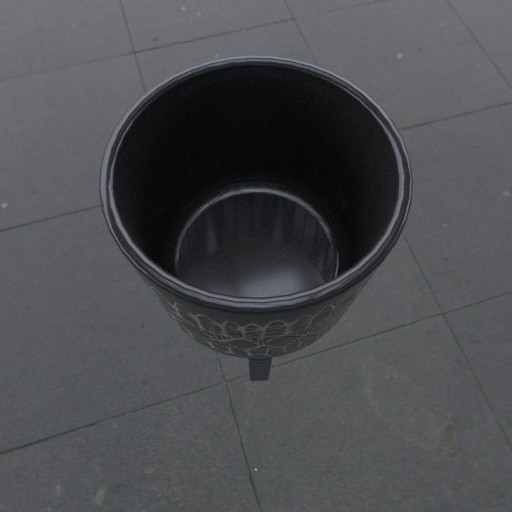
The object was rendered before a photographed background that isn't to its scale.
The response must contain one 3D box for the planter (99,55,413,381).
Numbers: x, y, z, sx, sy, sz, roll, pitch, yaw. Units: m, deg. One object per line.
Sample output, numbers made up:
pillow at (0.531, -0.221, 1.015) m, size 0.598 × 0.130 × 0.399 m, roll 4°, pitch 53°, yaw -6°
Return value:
planter at (0.000, 0.000, 0.262) m, size 0.129 × 0.177 × 0.129 m, roll 0°, pitch 64°, yaw 0°
